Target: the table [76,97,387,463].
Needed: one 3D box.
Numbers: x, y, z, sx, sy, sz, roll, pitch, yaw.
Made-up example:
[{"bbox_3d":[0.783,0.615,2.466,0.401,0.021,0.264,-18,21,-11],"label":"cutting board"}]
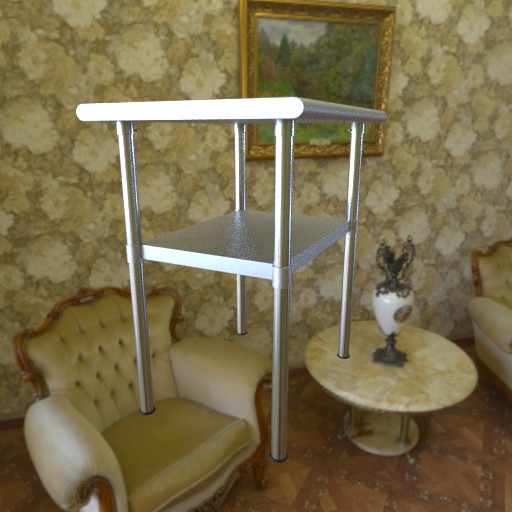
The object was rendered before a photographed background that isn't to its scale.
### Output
[{"bbox_3d":[0.000,0.000,1.382,0.584,0.876,0.762,8,18,26],"label":"table"}]
